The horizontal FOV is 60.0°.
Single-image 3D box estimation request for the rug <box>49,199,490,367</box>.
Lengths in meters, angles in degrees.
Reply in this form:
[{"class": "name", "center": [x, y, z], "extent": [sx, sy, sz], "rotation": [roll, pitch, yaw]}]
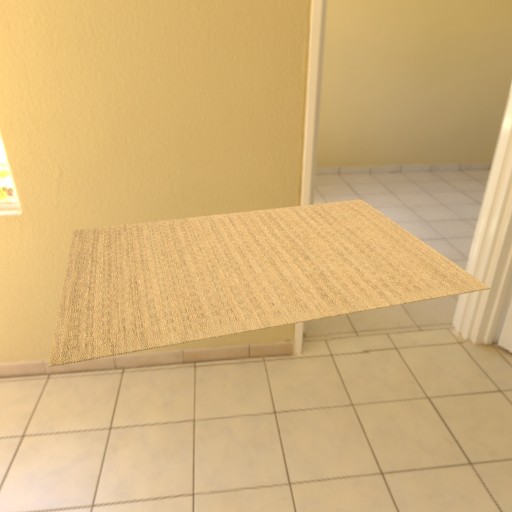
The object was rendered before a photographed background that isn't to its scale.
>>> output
[{"class": "rug", "center": [0.000, 0.000, 2.163], "extent": [1.752, 0.006, 1.142], "rotation": [-8, 28, -14]}]
